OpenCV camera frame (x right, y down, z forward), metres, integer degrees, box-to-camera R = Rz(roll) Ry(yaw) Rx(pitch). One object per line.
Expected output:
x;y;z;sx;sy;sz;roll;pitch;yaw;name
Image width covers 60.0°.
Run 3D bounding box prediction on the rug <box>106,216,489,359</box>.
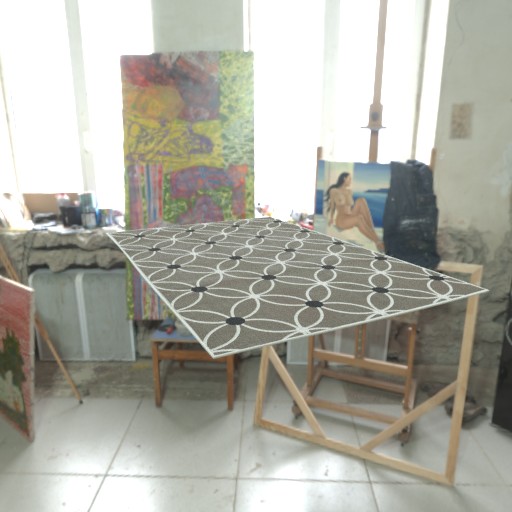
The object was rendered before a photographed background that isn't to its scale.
0.000;0.000;2.893;1.522;0.008;2.284;-8;18;-26;rug
